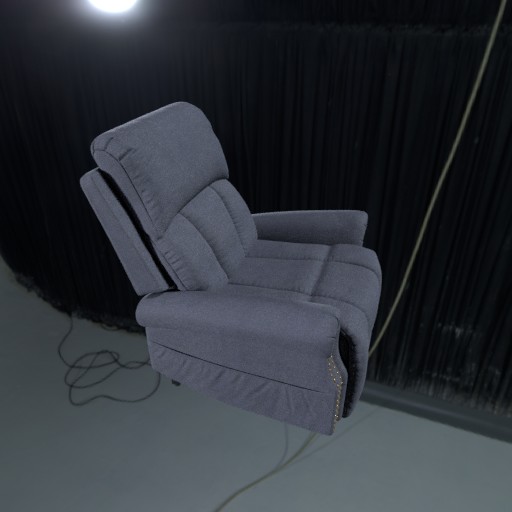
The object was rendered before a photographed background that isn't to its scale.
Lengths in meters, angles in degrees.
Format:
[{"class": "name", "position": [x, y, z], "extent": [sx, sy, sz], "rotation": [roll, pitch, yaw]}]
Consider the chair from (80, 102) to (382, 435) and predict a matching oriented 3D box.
[{"class": "chair", "position": [0.000, 0.000, 1.748], "extent": [0.979, 1.031, 0.871], "rotation": [10, 32, 16]}]
